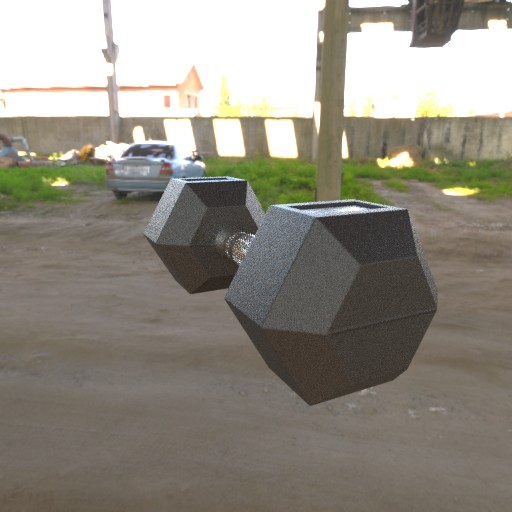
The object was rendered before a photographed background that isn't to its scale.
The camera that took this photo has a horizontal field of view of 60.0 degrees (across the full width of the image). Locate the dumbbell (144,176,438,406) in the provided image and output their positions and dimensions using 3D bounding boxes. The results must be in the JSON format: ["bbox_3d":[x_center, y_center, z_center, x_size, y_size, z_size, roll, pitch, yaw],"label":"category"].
[{"bbox_3d":[0.000,0.000,0.378,0.129,0.113,0.315,-7,16,-26],"label":"dumbbell"}]
